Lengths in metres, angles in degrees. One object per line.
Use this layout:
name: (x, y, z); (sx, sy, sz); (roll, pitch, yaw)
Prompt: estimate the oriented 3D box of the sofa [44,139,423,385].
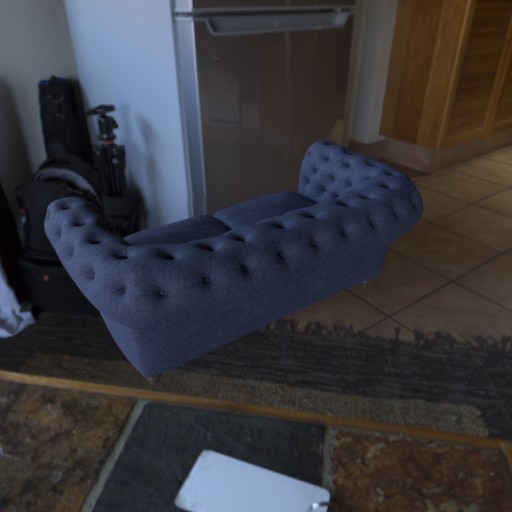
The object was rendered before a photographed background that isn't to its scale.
sofa: (0.000, 0.000, 2.548); (1.988, 0.833, 1.082); (-20, 37, -28)
